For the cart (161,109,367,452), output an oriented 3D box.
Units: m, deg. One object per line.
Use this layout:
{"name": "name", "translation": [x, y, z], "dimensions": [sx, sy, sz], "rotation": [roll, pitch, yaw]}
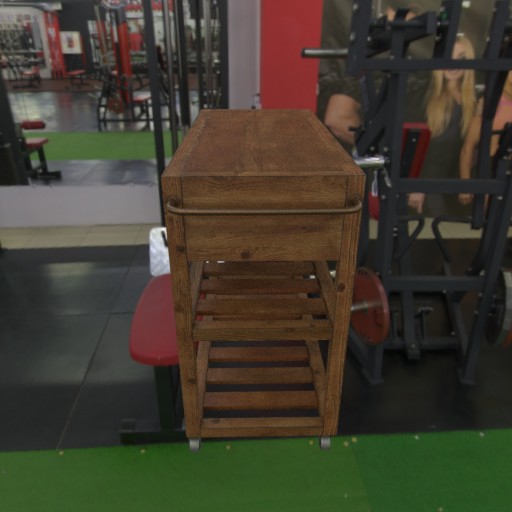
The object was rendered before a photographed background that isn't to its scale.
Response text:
{"name": "cart", "translation": [0.000, 0.000, 1.516], "dimensions": [0.445, 0.830, 1.065], "rotation": [-1, 27, -1]}
